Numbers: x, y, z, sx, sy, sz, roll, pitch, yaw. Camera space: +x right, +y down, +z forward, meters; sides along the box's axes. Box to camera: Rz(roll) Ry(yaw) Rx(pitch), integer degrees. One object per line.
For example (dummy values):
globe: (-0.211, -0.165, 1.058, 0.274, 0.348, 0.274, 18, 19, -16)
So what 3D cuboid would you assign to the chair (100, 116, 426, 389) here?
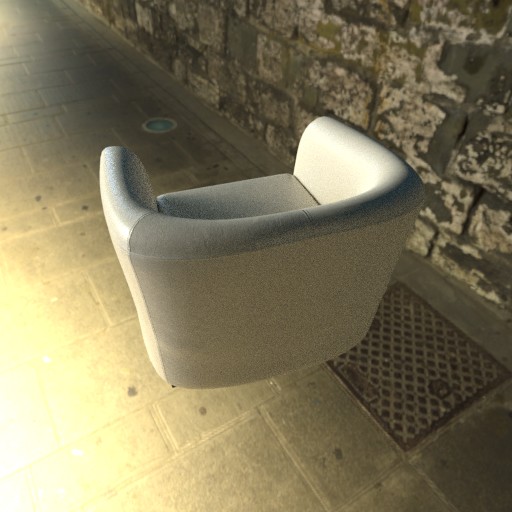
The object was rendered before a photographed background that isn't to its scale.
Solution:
chair: (0.000, 0.000, 1.351, 0.792, 0.756, 0.727, -12, 42, -13)
